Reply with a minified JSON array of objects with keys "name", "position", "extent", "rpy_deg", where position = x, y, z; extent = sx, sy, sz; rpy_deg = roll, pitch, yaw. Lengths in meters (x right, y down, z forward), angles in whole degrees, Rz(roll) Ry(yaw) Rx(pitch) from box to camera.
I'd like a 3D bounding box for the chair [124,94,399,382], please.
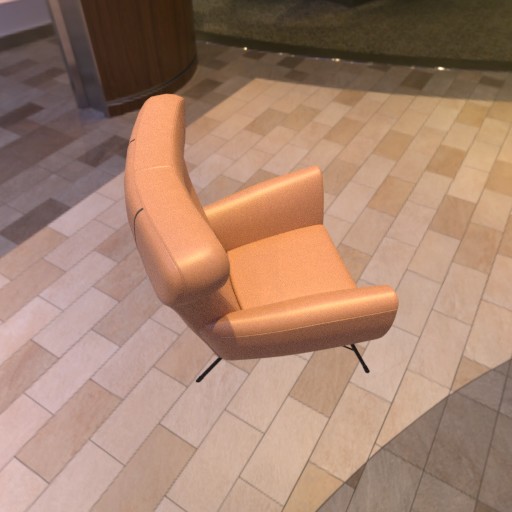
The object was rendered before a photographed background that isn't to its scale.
[{"name":"chair","position":[0.000,0.000,1.821],"extent":[0.900,1.050,0.980],"rpy_deg":[-10,47,-10]}]
